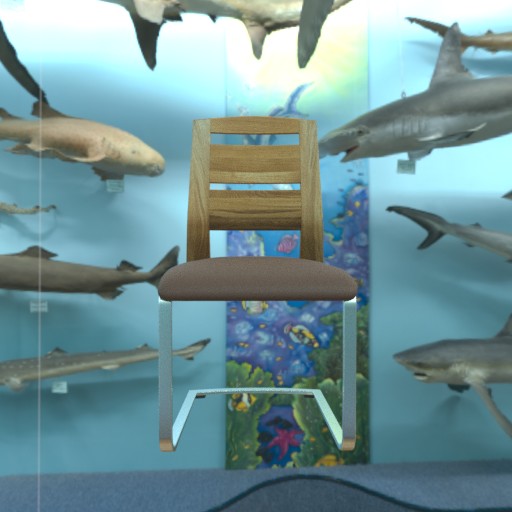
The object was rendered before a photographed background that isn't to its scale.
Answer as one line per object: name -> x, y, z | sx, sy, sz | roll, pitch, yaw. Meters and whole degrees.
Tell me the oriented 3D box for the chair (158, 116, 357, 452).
chair -> 0.000, 0.000, 1.286 | 0.460, 0.970, 0.570 | 0, -1, -1
